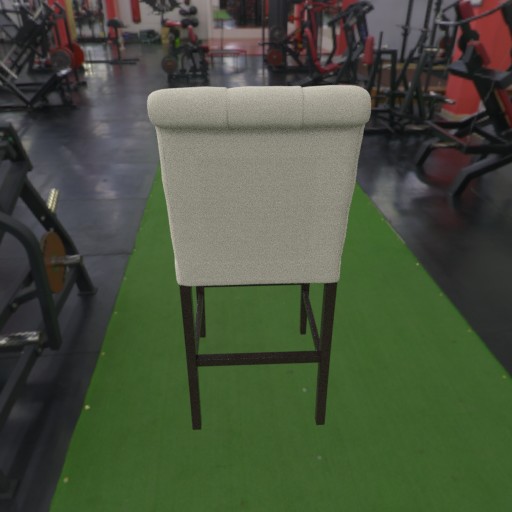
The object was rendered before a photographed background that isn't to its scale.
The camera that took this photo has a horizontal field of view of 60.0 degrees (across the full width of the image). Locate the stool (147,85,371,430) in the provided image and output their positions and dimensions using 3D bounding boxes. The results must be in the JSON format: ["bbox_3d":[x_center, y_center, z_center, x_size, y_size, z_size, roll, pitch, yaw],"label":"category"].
[{"bbox_3d":[0.000,0.000,1.427,0.482,1.118,0.610,-1,30,-2],"label":"stool"}]
